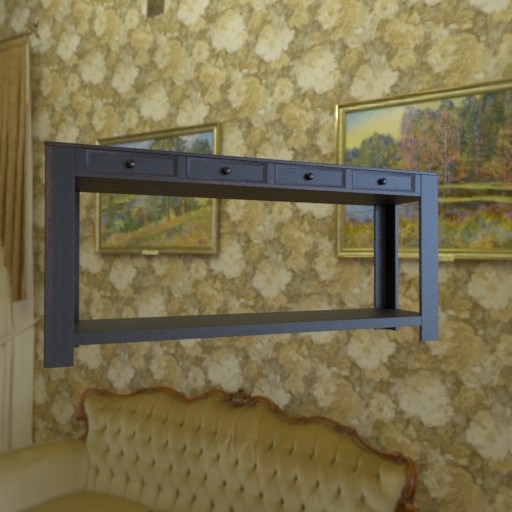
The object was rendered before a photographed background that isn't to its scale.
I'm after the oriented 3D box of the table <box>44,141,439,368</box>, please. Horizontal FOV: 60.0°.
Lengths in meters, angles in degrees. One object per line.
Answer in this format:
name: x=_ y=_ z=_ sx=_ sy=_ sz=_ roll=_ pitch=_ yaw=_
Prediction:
table: x=0.000 y=0.000 z=1.921 sx=1.631 sy=0.762 sz=0.384 roll=0 pitch=-1 yaw=-19
